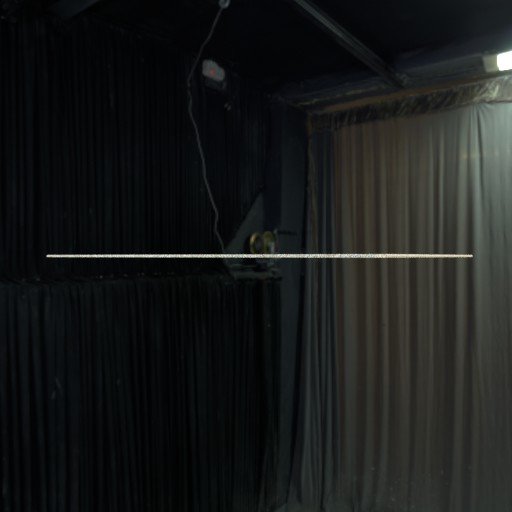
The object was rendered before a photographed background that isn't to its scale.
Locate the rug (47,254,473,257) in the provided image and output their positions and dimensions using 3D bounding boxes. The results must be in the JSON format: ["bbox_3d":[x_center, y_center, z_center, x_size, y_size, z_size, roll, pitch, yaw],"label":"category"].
[{"bbox_3d":[0.000,0.000,2.290,1.824,0.010,1.240,0,0,36],"label":"rug"}]
